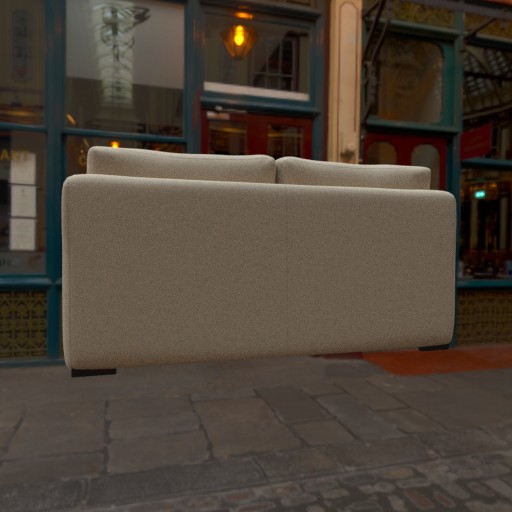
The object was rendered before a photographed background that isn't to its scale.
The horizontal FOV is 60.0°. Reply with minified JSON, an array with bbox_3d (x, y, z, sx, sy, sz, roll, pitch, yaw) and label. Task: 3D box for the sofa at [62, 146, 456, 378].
[{"bbox_3d":[0.000,0.000,2.451,1.885,0.967,0.962,0,1,-16],"label":"sofa"}]
